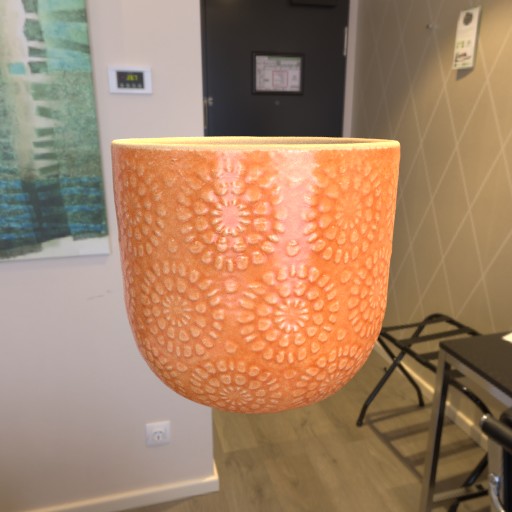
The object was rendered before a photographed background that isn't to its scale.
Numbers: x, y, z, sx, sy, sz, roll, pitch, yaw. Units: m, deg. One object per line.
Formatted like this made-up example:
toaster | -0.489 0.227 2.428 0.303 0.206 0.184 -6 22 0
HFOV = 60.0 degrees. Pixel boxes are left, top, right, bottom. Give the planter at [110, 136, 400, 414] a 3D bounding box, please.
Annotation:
planter | 0.000 0.000 0.285 0.170 0.152 0.170 0 16 0
